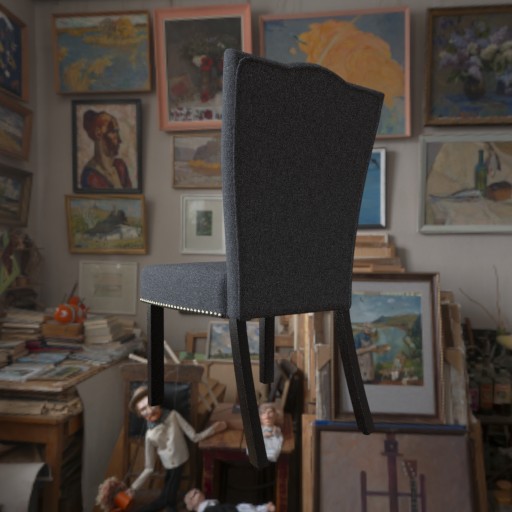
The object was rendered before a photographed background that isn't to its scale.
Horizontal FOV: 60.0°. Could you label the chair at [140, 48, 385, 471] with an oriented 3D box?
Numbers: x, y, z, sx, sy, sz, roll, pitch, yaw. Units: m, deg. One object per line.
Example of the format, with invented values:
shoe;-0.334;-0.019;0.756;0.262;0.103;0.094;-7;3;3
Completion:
chair;0.000;0.000;1.311;0.518;0.946;0.589;0;1;-33
